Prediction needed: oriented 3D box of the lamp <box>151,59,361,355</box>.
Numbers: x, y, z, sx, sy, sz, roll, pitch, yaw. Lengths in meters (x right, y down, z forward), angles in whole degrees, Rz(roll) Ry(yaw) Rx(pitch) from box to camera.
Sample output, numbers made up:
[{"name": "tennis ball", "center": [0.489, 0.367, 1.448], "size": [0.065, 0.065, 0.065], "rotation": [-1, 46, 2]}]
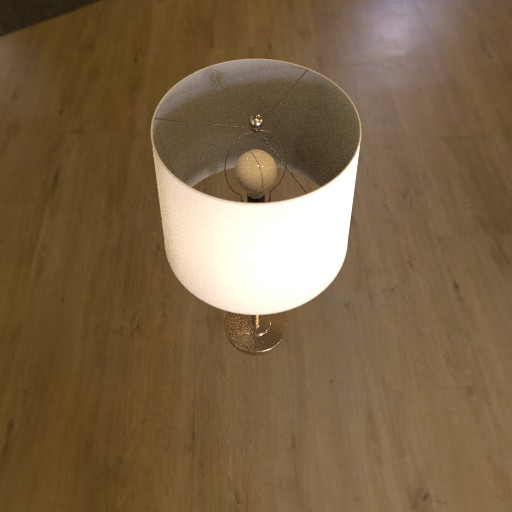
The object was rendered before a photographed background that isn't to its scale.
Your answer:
[{"name": "lamp", "center": [0.000, 0.000, 0.882], "size": [0.333, 0.696, 0.333], "rotation": [0, 58, 0]}]
